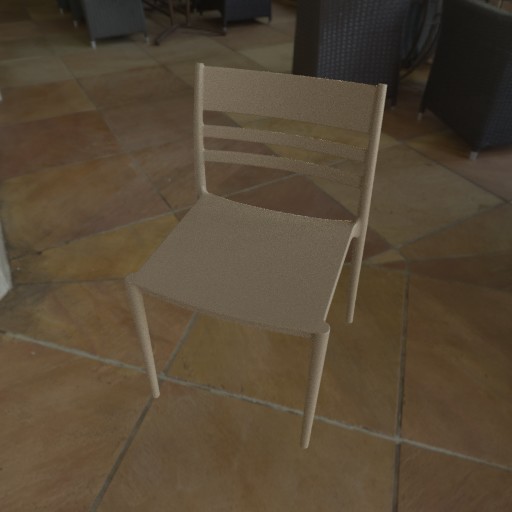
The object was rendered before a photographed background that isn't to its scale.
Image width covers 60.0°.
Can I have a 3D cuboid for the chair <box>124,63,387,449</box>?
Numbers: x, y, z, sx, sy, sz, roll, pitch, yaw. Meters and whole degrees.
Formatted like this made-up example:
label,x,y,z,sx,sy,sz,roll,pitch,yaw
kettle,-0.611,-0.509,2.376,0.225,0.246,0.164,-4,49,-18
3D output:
label,x,y,z,sx,sy,sz,roll,pitch,yaw
chair,0.000,0.000,1.152,0.531,0.800,0.511,13,42,15
